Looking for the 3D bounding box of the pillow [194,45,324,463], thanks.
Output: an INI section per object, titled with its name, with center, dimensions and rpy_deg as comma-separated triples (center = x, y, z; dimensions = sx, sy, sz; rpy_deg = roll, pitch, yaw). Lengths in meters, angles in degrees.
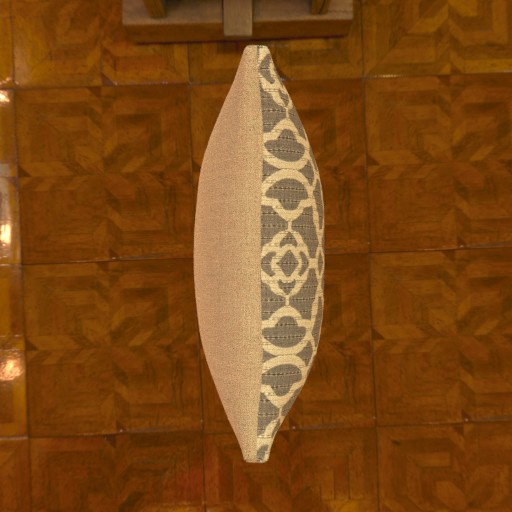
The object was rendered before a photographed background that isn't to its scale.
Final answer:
[pillow]
center = 0.000, 0.000, 0.774
dimensions = 0.215, 0.498, 0.508
rpy_deg = 0, 91, 0
